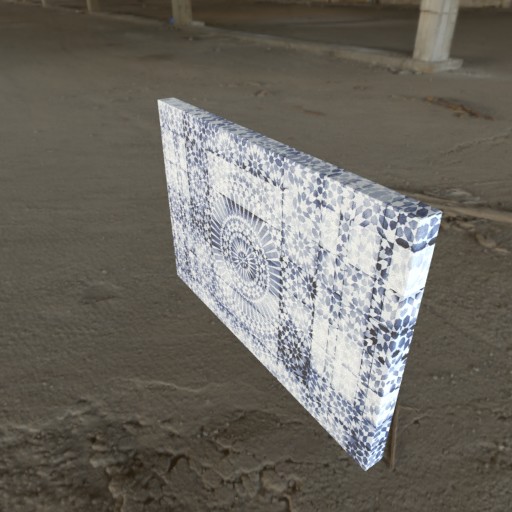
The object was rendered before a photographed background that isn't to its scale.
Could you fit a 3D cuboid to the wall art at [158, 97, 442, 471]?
[{"bbox_3d":[0.000,0.000,1.124,0.057,0.608,0.911,-20,37,-29],"label":"wall art"}]
